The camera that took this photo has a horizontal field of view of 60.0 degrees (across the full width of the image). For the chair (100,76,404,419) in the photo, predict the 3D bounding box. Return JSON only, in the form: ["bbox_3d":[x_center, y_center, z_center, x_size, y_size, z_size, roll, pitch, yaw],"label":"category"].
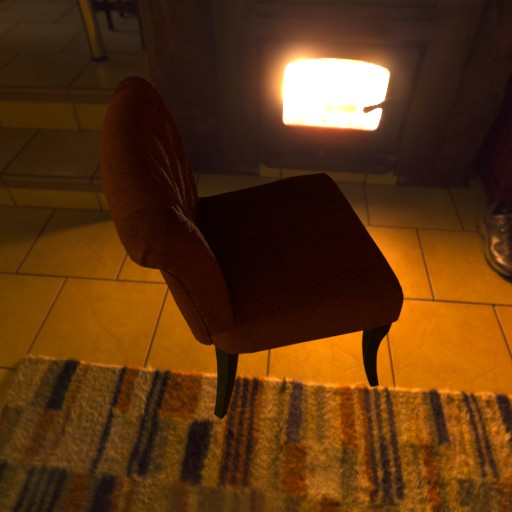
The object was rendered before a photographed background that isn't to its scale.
[{"bbox_3d":[0.000,0.000,1.122,0.605,0.750,0.582,-11,46,-10],"label":"chair"}]
